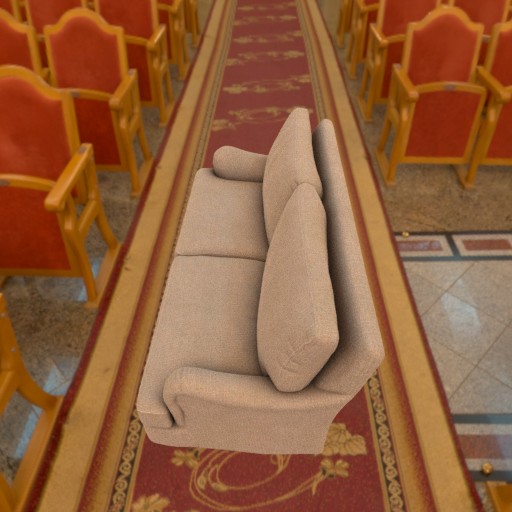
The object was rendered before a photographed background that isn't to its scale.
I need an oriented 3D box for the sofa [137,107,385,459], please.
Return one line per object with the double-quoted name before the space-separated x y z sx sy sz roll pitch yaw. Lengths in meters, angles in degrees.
"sofa" 0.000 0.000 2.786 1.069 1.096 2.193 1 41 1
